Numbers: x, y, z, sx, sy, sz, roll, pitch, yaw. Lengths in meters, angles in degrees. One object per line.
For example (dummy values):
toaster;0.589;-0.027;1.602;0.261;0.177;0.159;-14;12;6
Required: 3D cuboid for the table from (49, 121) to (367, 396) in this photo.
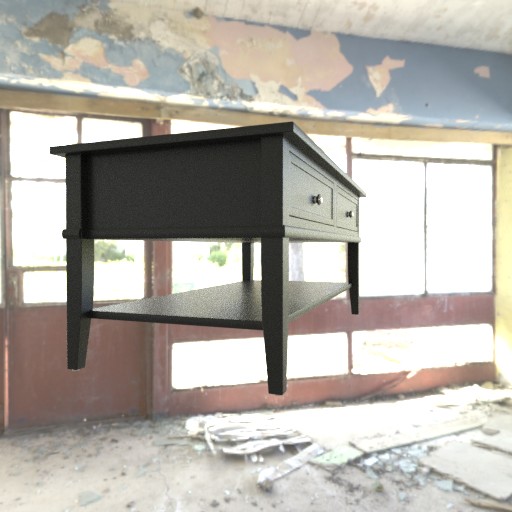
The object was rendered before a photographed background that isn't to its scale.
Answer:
table;0.000;0.000;1.318;0.523;0.470;1.044;0;1;21
